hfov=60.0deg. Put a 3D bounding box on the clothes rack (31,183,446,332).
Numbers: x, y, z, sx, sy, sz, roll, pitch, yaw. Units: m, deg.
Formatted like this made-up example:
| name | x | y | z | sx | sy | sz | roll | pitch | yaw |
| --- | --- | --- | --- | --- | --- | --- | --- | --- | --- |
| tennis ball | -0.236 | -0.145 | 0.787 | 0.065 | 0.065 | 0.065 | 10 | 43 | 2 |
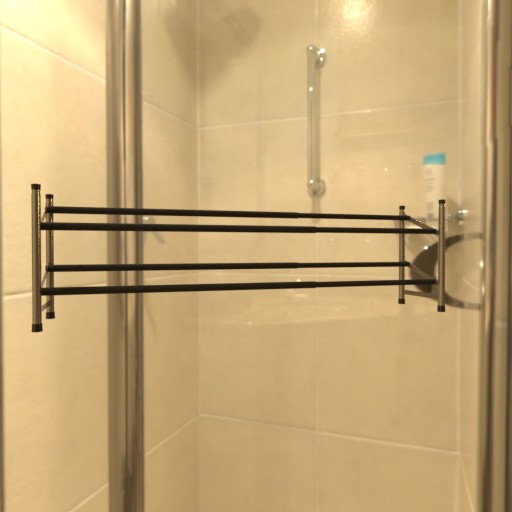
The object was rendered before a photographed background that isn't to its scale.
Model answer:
| name | x | y | z | sx | sy | sz | roll | pitch | yaw |
| --- | --- | --- | --- | --- | --- | --- | --- | --- | --- |
| clothes rack | 0.000 | 0.000 | 1.310 | 1.168 | 0.349 | 0.229 | 0 | 1 | -17 |
